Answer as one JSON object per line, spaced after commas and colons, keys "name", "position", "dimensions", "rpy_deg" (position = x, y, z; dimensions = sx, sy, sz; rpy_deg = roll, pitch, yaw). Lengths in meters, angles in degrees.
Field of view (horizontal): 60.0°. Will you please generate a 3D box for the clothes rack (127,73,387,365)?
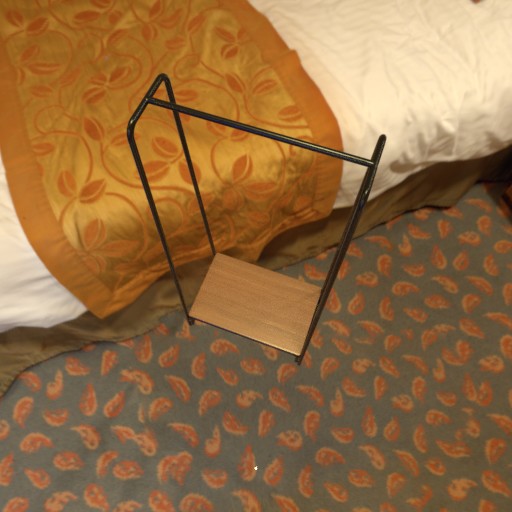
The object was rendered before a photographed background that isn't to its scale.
{"name": "clothes rack", "position": [0.000, 0.000, 1.800], "dimensions": [0.640, 1.500, 0.400], "rpy_deg": [18, 66, 9]}
